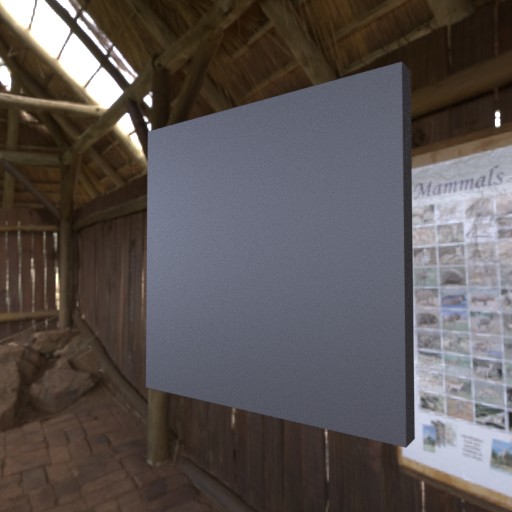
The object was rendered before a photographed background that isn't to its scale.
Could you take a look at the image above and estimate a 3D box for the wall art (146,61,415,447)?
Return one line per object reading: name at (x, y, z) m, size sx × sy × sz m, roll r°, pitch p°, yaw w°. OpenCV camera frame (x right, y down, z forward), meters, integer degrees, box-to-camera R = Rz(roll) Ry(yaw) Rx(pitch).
wall art at (0.000, 0.000, 0.745) m, size 0.507 × 0.507 × 0.038 m, roll -1°, pitch -2°, yaw 36°
